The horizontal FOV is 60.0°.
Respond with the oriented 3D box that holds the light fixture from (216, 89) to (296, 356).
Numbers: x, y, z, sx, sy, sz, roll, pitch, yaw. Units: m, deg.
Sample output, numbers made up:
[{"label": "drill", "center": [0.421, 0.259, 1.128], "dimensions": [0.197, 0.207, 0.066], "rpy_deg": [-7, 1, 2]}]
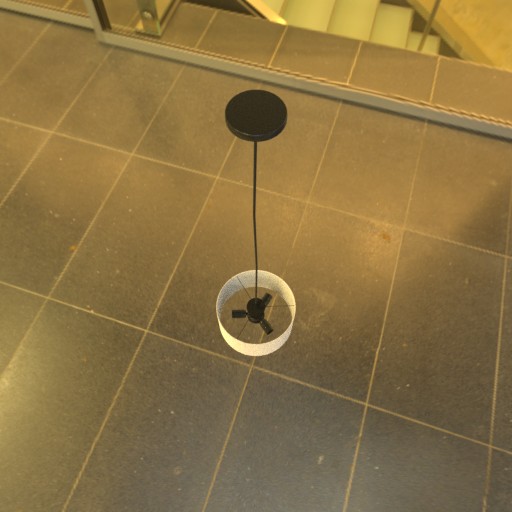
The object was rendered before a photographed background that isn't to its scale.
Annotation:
[{"label": "light fixture", "center": [0.000, 0.000, 1.741], "dimensions": [0.399, 1.516, 0.399], "rpy_deg": [0, 63, 0]}]
